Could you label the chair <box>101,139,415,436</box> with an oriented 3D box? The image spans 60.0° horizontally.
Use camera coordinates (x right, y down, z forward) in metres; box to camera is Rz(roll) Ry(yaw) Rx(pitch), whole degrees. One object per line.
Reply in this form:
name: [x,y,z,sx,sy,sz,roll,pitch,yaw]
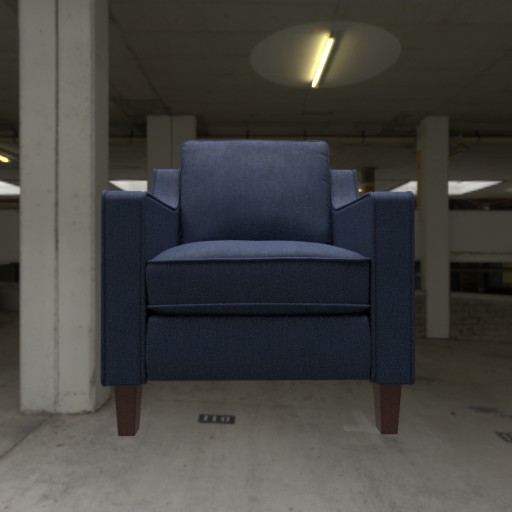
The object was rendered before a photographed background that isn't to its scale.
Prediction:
chair: [0.000,0.000,1.594,0.831,0.960,0.909,0,0,-1]
